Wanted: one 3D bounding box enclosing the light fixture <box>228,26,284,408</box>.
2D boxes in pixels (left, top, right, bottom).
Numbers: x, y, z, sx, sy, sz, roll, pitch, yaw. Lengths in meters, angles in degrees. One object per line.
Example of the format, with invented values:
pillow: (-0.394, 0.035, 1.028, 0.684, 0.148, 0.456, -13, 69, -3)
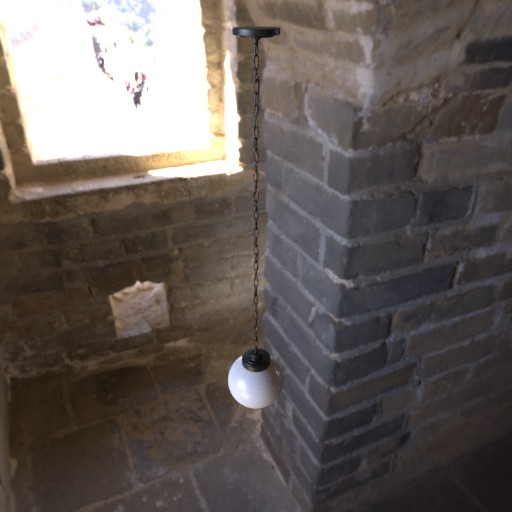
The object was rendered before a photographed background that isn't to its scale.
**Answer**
light fixture: (0.000, 0.000, 2.037, 0.304, 1.867, 0.305, 8, 31, 14)
